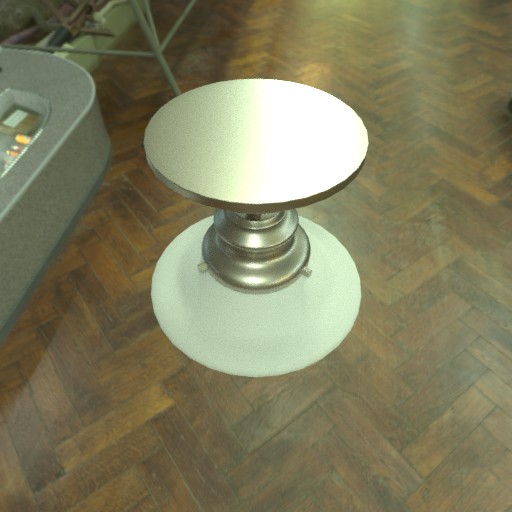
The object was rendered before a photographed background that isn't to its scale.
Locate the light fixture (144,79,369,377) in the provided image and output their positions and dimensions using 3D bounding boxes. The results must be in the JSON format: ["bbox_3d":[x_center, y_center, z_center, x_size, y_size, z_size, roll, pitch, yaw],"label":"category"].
[{"bbox_3d":[0.000,0.000,0.396,0.199,0.254,0.199,0,47,0],"label":"light fixture"}]
